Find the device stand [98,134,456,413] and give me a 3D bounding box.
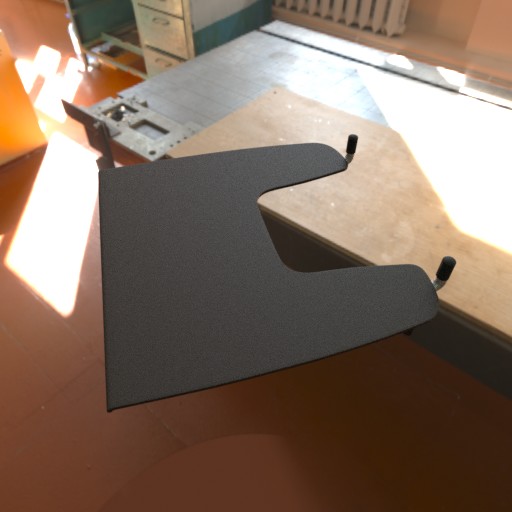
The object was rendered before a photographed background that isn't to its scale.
[{"bbox_3d":[0.000,0.000,0.355,0.230,0.092,0.230,-11,47,-10],"label":"device stand"}]
